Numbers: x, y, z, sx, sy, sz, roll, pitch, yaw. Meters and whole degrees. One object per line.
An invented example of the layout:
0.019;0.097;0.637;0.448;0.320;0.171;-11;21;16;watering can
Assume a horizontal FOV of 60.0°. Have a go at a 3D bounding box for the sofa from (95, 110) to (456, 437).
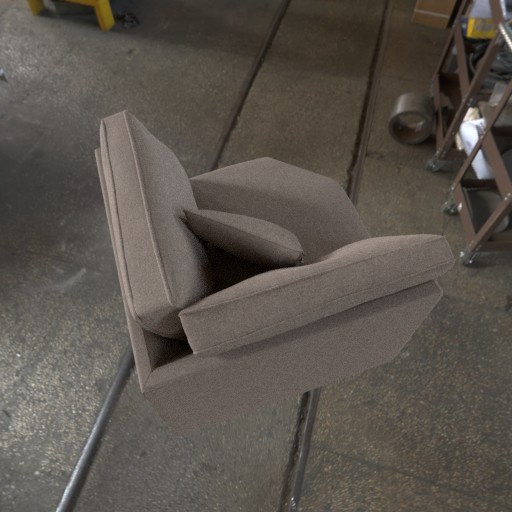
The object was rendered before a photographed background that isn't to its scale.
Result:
0.000;0.000;1.883;1.050;0.951;1.042;-16;59;-10;sofa
